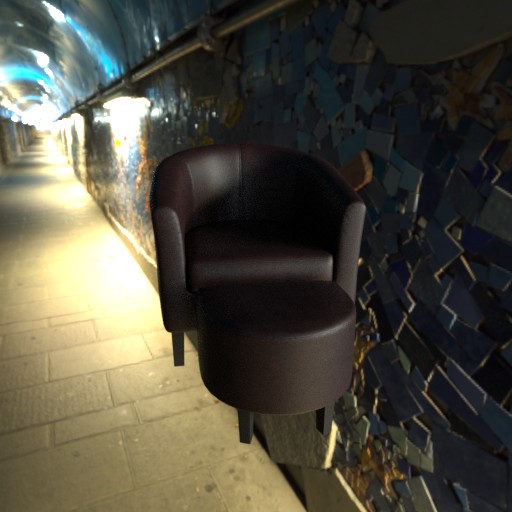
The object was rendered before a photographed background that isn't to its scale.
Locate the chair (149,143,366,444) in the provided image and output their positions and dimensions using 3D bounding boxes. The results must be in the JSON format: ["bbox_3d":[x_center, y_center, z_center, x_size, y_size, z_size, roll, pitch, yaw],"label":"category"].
[{"bbox_3d":[0.000,0.000,1.621,0.737,0.755,1.176,-3,17,-9],"label":"chair"}]
